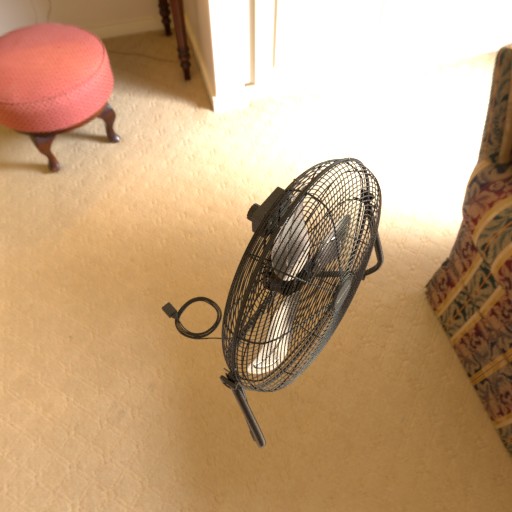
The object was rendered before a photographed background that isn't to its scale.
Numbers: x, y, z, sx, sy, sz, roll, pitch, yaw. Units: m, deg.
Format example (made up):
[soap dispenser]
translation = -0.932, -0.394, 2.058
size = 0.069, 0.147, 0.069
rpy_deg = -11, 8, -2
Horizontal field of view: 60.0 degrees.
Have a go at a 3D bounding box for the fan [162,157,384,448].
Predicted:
[fan]
translation = 0.000, 0.000, 0.934
size = 0.424, 0.546, 0.555
rpy_deg = 31, 63, 18
